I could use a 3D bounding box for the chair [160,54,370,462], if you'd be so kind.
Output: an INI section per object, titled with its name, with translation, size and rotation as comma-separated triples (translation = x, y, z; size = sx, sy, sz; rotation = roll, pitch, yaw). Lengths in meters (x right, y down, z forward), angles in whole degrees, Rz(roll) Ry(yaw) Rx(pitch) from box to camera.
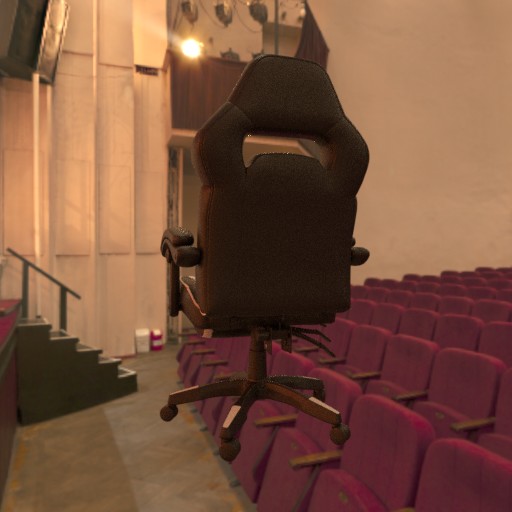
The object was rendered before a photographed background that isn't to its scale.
[chair]
translation = 0.000, 0.000, 1.626
size = 0.676, 1.200, 0.700
rotation = 0, 0, -18
